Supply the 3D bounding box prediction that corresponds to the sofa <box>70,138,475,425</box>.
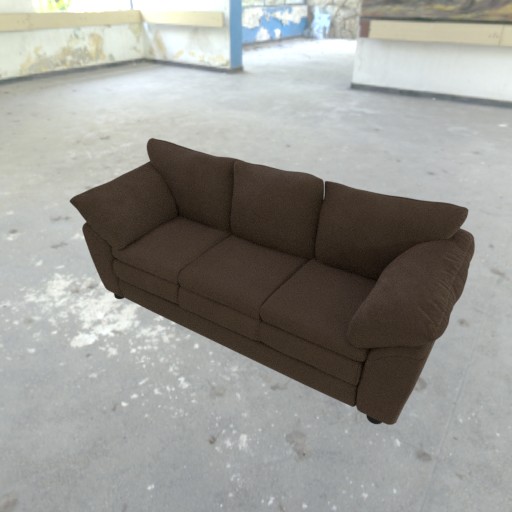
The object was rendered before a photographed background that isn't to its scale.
[{"bbox_3d":[0.000,0.000,2.732,2.336,1.015,0.878,19,36,28],"label":"sofa"}]
